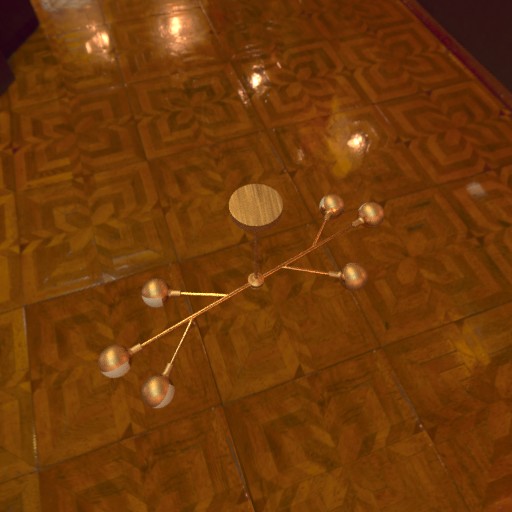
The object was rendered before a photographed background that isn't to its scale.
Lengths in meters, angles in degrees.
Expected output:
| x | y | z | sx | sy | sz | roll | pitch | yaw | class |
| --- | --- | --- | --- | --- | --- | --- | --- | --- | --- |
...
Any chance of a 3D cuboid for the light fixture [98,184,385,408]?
| x | y | z | sx | sy | sz | roll | pitch | yaw | class |
| --- | --- | --- | --- | --- | --- | --- | --- | --- | --- |
| 0.000 | 0.000 | 0.983 | 0.778 | 0.362 | 0.434 | -15 | 59 | -9 | light fixture |
